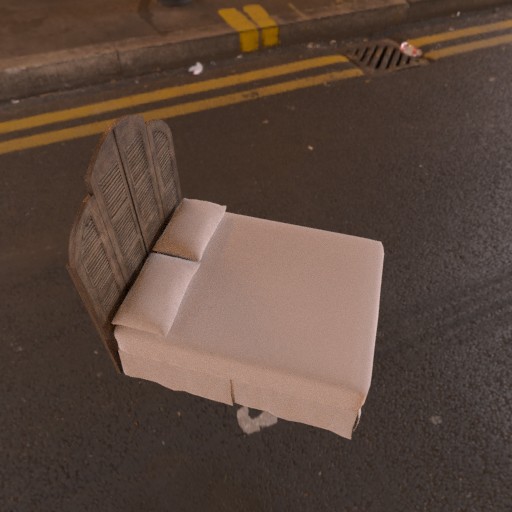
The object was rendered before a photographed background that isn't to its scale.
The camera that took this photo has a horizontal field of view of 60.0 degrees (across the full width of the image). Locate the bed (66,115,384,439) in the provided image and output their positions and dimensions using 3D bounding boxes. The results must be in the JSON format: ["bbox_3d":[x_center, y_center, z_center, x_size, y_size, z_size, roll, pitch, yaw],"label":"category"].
[{"bbox_3d":[0.000,0.000,3.552,2.138,2.019,1.713,11,49,10],"label":"bed"}]
